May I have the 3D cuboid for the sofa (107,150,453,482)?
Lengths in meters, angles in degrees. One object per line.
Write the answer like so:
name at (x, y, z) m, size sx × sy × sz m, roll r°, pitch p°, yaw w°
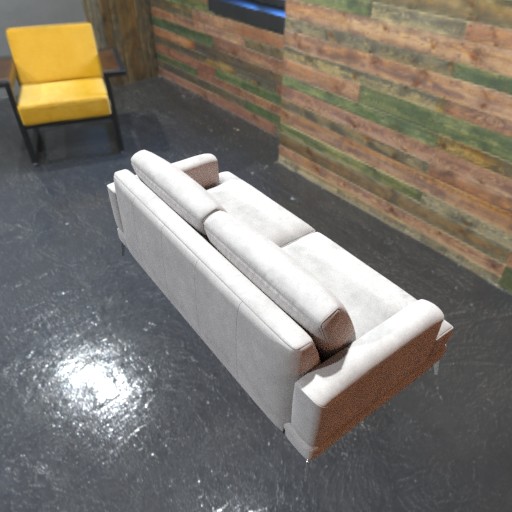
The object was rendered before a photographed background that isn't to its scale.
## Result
sofa at (0.000, 0.000, 2.530) m, size 0.980 × 0.830 × 2.013 m, roll -25°, pitch 45°, yaw -28°
